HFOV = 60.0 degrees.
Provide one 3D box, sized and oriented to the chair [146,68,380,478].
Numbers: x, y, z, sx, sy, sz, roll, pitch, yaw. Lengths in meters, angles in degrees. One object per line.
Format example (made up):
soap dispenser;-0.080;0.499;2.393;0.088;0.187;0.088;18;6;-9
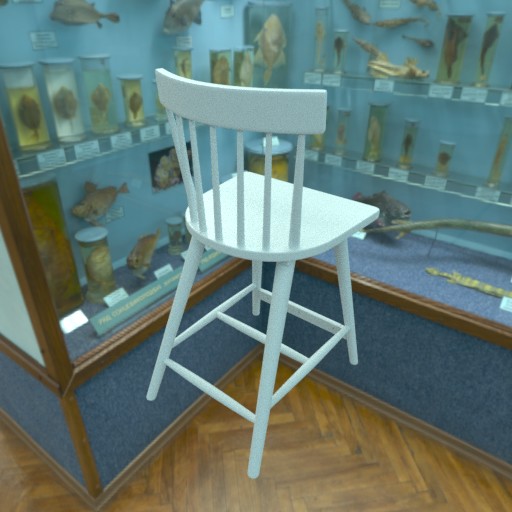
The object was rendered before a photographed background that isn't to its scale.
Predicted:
chair;0.000;0.000;1.237;0.483;0.952;0.572;22;37;33
